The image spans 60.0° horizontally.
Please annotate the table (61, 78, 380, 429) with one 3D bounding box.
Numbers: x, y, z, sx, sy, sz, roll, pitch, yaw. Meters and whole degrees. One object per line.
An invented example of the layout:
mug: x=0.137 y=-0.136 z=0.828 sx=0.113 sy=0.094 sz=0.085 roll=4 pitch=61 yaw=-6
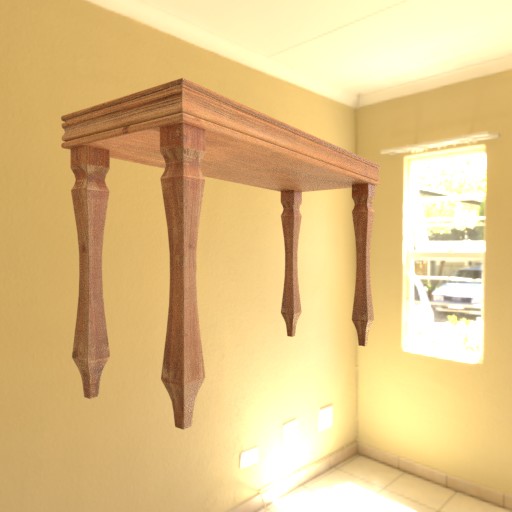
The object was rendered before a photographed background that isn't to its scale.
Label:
table: x=0.000 y=0.000 z=1.756 sx=0.522 sy=0.873 sz=1.330 roll=1 pitch=1 yaw=36
